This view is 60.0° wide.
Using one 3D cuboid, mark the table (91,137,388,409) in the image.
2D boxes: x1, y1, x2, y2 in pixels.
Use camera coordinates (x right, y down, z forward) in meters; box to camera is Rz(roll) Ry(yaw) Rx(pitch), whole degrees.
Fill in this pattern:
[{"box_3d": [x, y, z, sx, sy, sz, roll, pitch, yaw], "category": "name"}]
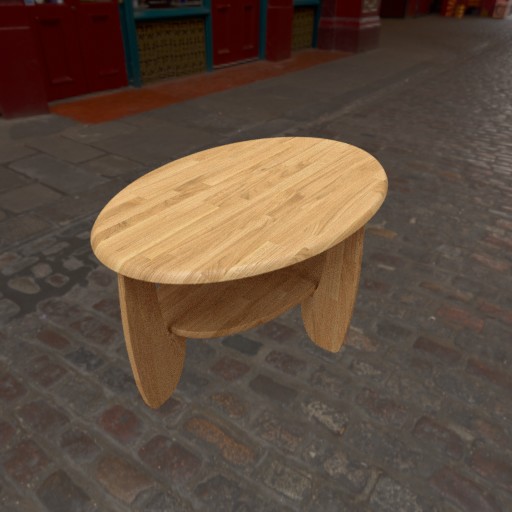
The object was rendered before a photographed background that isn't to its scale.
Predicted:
[{"box_3d": [0.000, 0.000, 1.418, 0.690, 0.490, 1.040, 21, 38, 29], "category": "table"}]
